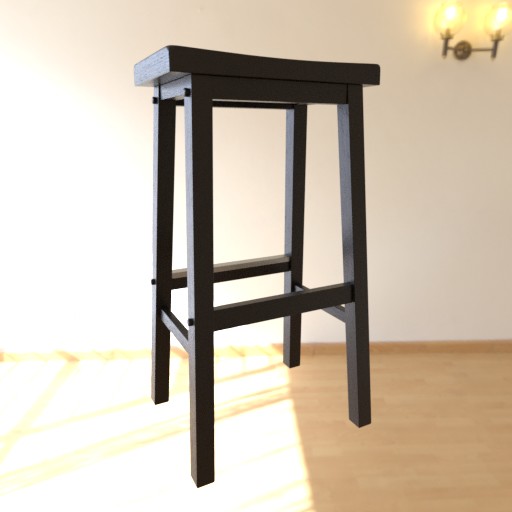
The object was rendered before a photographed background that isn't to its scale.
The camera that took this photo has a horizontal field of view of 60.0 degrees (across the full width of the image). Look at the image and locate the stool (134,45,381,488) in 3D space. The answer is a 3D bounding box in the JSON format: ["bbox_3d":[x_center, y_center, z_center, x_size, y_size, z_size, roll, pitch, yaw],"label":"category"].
[{"bbox_3d":[0.000,0.000,0.927,0.406,0.742,0.322,-8,17,-26],"label":"stool"}]
